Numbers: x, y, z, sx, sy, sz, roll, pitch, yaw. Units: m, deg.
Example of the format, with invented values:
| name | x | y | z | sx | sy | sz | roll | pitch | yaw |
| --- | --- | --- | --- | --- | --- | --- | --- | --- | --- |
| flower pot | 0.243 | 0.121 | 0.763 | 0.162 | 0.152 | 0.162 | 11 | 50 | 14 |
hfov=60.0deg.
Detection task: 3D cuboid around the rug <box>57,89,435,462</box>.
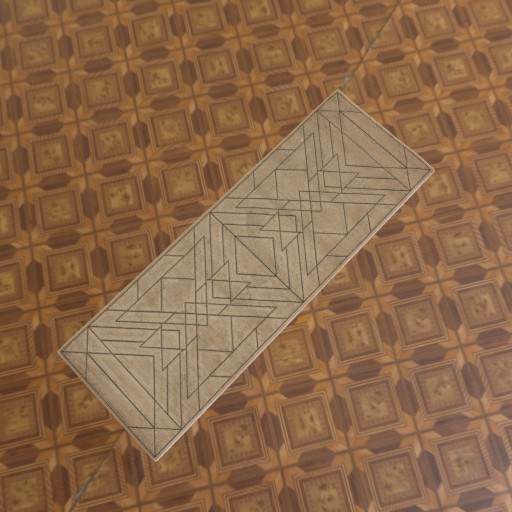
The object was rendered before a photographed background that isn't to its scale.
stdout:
| name | x | y | z | sx | sy | sz | roll | pitch | yaw |
| --- | --- | --- | --- | --- | --- | --- | --- | --- | --- |
| rug | 0.000 | 0.000 | 2.644 | 0.831 | 0.036 | 2.381 | 44 | 80 | 10 |
